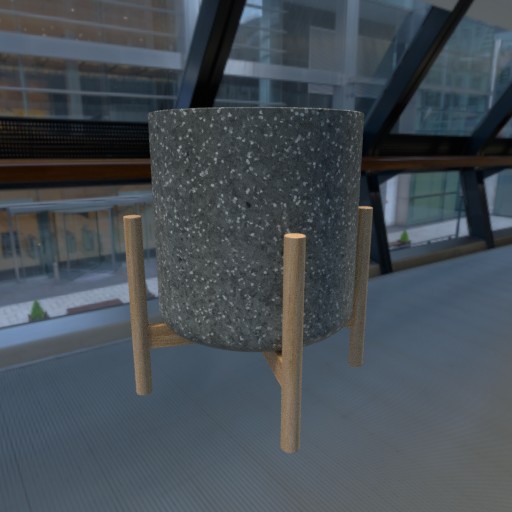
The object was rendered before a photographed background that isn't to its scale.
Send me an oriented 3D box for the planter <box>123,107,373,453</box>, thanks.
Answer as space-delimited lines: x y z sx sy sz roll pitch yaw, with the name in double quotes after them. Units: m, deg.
0.000 0.000 0.690 0.360 0.419 0.360 2 15 8 "planter"
